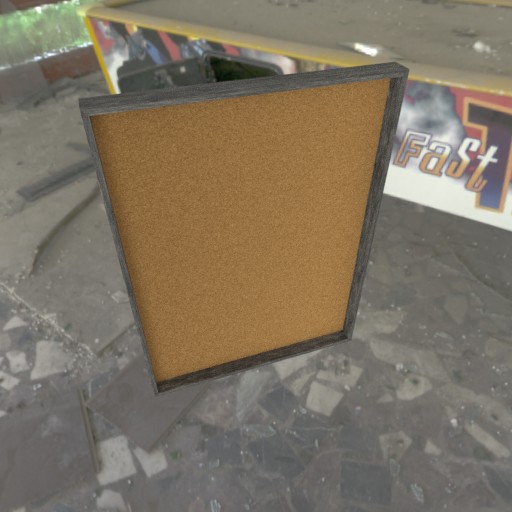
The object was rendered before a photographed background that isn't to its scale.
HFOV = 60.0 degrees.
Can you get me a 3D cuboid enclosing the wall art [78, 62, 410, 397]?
[{"bbox_3d":[0.000,0.000,1.322,0.762,1.016,0.063,-13,42,-14],"label":"wall art"}]
